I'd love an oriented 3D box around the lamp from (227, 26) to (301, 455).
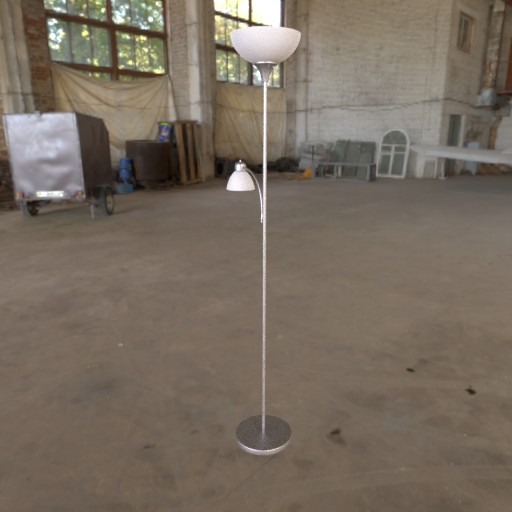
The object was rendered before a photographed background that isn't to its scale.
[{"bbox_3d":[0.000,0.000,2.008,0.279,1.804,0.425,-8,17,-27],"label":"lamp"}]
